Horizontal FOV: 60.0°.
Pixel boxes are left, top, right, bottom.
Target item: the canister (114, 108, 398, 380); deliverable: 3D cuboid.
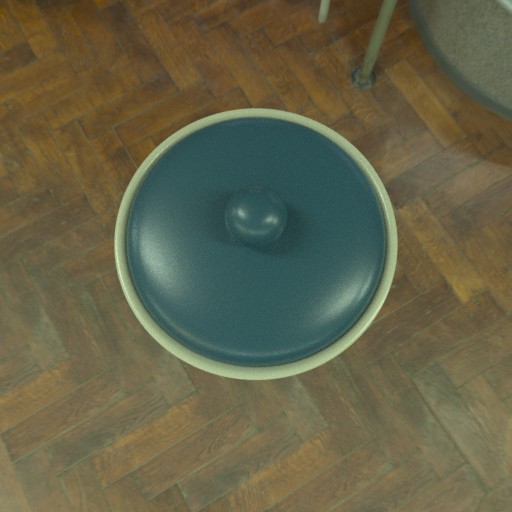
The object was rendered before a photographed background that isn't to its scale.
[{"bbox_3d":[0.000,0.000,0.340,0.181,0.211,0.181,0,76,0],"label":"canister"}]
